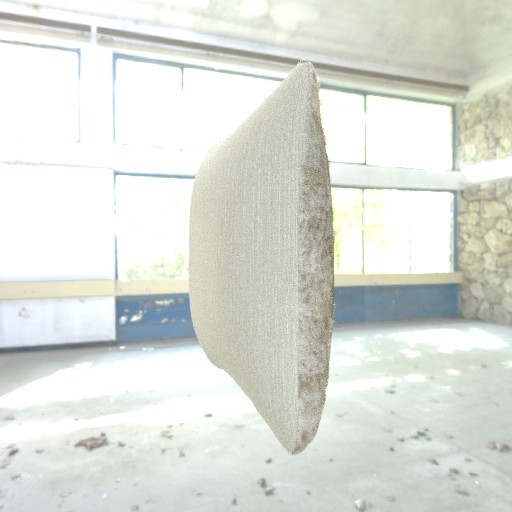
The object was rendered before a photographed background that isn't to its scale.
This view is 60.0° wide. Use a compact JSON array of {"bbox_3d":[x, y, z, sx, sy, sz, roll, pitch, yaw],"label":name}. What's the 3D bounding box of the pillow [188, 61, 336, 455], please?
[{"bbox_3d":[0.000,0.000,0.824,0.216,0.525,0.538,0,1,-19],"label":"pillow"}]
